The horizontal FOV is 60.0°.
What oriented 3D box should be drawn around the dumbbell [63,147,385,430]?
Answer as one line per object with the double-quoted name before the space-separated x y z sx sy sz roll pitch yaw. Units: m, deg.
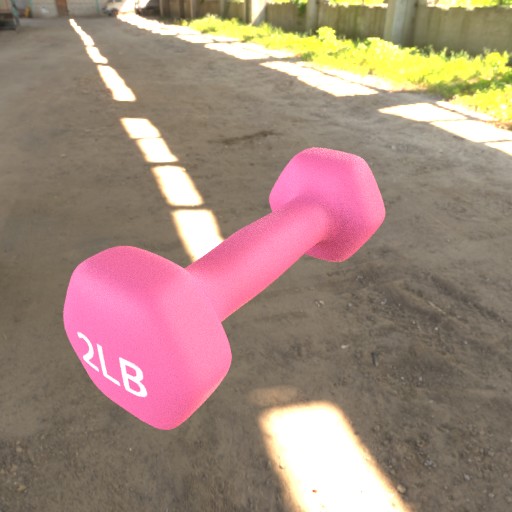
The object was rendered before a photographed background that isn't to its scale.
"dumbbell" 0.000 0.000 0.175 0.058 0.053 0.146 20 36 30
